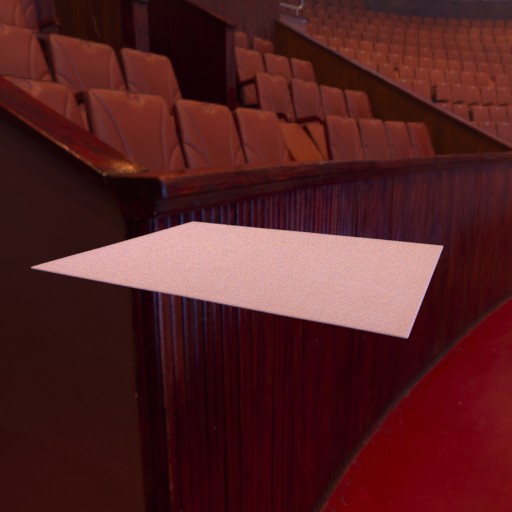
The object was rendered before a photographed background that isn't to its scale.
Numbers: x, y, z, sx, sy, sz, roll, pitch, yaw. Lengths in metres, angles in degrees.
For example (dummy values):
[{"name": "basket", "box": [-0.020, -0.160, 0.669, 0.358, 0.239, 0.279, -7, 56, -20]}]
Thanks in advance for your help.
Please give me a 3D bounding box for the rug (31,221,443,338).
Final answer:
[{"name": "rug", "box": [0.000, 0.000, 4.124, 3.055, 0.021, 2.410, 7, 16, 26]}]
